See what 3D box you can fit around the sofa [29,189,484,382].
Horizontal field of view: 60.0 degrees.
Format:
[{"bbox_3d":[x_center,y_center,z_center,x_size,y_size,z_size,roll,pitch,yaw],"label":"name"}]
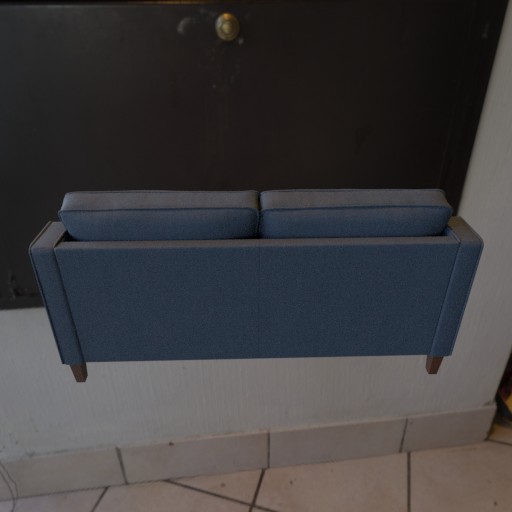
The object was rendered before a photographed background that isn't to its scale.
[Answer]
[{"bbox_3d":[0.000,0.000,2.738,2.178,1.071,1.066,-1,30,-2],"label":"sofa"}]
